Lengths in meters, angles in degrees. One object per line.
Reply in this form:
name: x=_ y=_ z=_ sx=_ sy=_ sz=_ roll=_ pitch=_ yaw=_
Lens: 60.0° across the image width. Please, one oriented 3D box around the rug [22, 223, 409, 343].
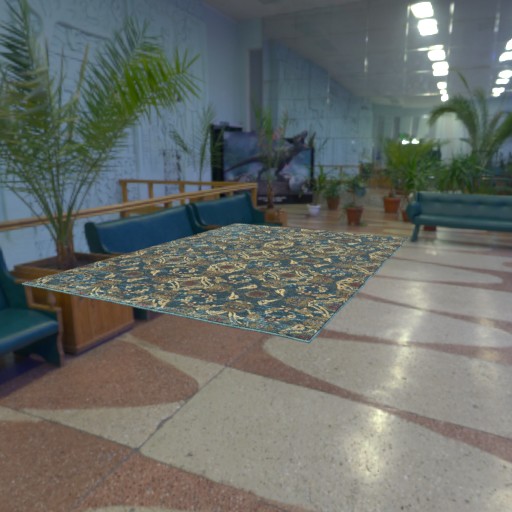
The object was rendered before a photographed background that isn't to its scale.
rug: x=0.000 y=0.000 z=2.876 sx=1.567 sy=0.014 sz=2.207 roll=7 pitch=15 yaw=27
